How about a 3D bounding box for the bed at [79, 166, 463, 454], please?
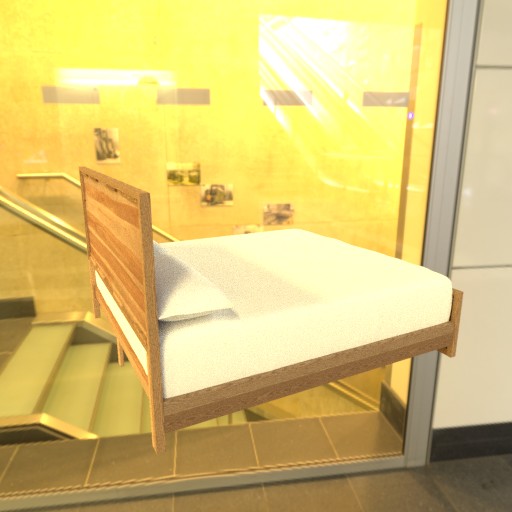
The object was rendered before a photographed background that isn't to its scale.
[{"bbox_3d":[0.000,0.000,3.388,2.184,1.295,2.013,-8,17,-27],"label":"bed"}]
